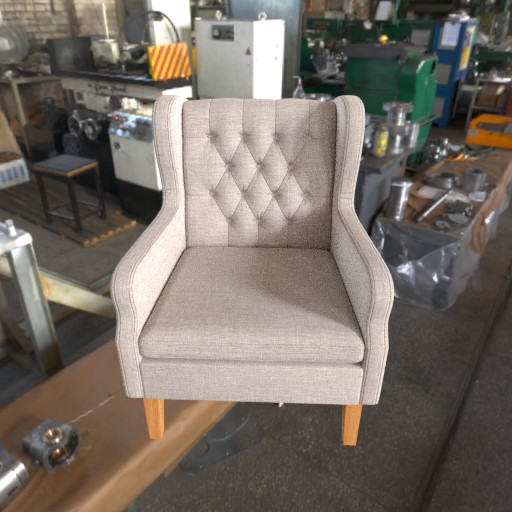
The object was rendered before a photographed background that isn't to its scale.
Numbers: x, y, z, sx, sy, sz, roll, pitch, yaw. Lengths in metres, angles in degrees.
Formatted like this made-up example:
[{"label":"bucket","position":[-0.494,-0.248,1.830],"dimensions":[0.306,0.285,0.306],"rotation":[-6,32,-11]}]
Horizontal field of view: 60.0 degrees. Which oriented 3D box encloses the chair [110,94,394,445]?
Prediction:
[{"label":"chair","position":[0.000,0.000,1.448],"dimensions":[0.710,0.930,0.760],"rotation":[1,29,2]}]
